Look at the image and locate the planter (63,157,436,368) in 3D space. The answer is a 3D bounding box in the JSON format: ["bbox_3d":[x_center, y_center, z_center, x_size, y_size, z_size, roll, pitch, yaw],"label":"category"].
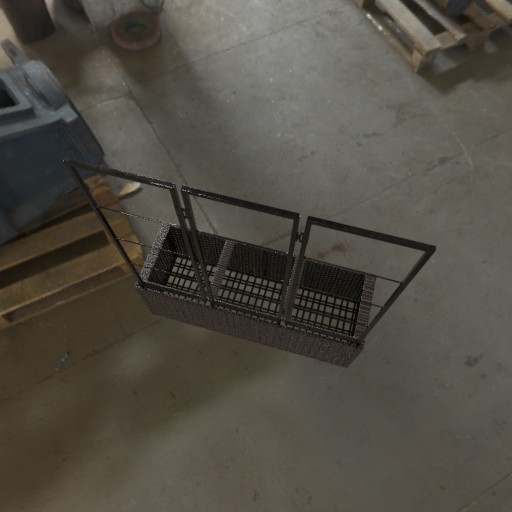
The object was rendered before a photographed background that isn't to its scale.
[{"bbox_3d":[0.000,0.000,1.186,0.699,0.841,0.244,14,65,7],"label":"planter"}]
